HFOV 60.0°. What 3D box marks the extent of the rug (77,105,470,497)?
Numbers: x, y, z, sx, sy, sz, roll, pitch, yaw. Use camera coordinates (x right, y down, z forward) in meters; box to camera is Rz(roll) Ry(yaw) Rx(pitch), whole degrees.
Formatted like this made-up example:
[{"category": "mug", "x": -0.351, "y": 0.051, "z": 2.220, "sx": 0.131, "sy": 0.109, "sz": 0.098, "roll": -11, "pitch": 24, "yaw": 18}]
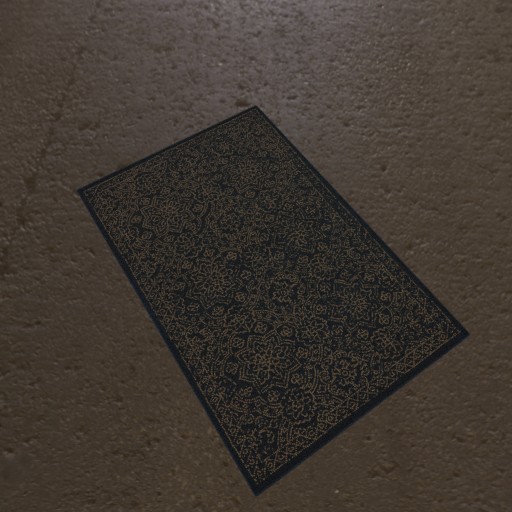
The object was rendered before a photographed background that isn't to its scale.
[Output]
[{"category": "rug", "x": 0.000, "y": 0.000, "z": 2.293, "sx": 1.219, "sy": 0.010, "sz": 1.829, "roll": -30, "pitch": 65, "yaw": -15}]
